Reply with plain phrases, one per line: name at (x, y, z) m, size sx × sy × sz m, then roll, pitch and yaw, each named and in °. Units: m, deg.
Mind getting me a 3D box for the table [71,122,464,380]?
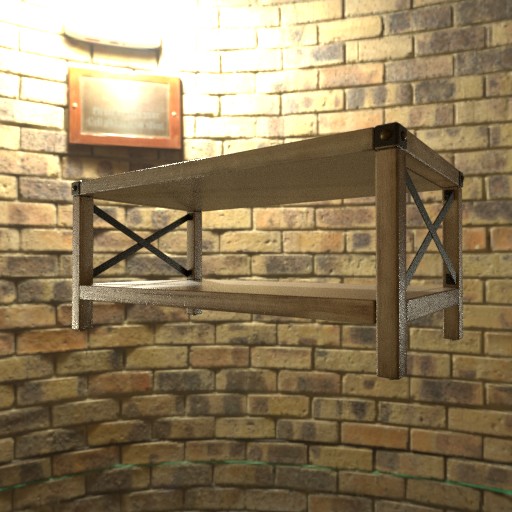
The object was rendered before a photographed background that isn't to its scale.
table at (0.000, 0.000, 1.280) m, size 1.016 × 0.456 × 0.559 m, roll -1°, pitch -1°, yaw 36°
